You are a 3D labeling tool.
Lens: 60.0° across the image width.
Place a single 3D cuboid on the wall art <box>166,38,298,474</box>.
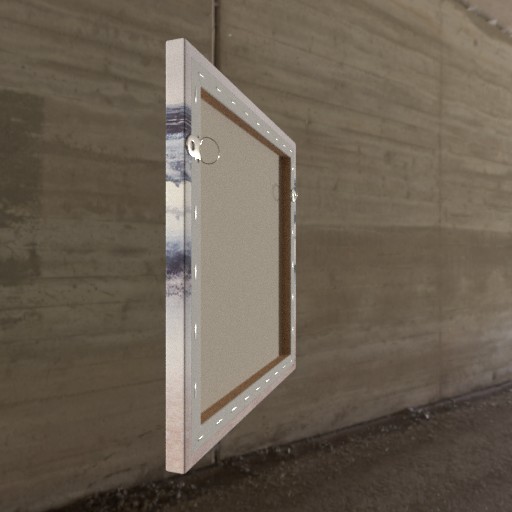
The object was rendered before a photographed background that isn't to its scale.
[{"bbox_3d":[0.000,0.000,1.112,0.065,0.747,0.755,0,0,20],"label":"wall art"}]
